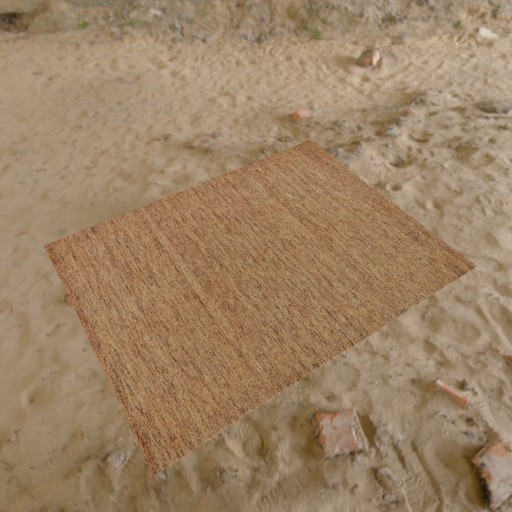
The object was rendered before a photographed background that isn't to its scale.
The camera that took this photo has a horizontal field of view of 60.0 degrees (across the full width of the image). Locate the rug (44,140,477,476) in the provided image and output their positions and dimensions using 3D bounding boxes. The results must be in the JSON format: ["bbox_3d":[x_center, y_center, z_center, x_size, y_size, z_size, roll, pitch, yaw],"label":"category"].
[{"bbox_3d":[0.000,0.000,4.112,3.200,0.012,2.438,-26,53,-22],"label":"rug"}]
